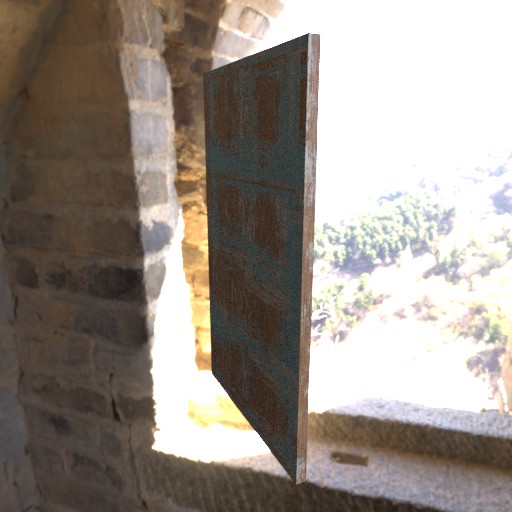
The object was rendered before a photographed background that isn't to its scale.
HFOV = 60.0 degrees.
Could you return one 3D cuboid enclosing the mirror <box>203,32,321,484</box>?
[{"bbox_3d":[0.000,0.000,1.474,0.083,1.213,0.707,-7,16,-25],"label":"mirror"}]
